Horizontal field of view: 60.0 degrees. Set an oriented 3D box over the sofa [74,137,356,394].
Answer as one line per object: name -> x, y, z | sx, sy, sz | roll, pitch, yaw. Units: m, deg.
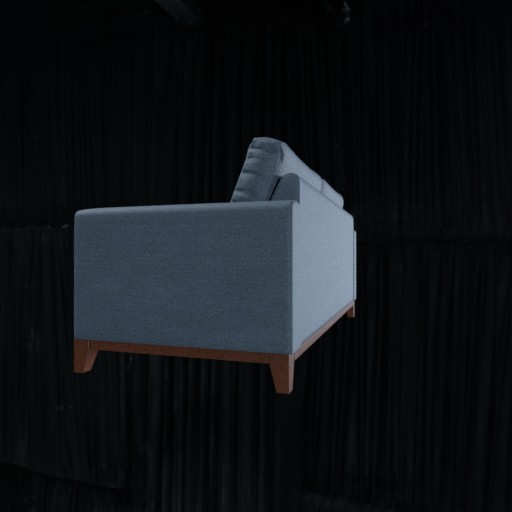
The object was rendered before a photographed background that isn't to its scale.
sofa -> 0.000, 0.000, 2.417 | 0.877, 0.865, 1.900 | 0, 0, 19
